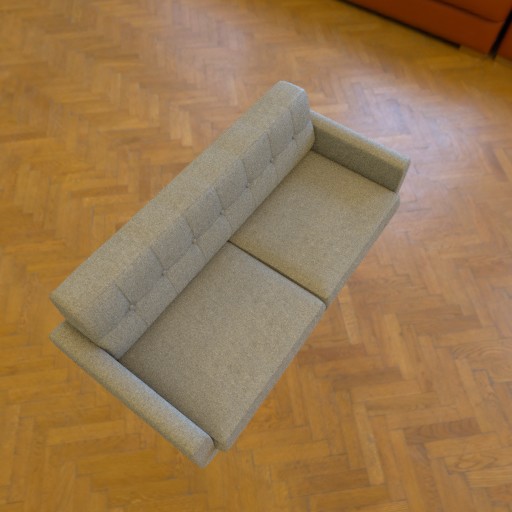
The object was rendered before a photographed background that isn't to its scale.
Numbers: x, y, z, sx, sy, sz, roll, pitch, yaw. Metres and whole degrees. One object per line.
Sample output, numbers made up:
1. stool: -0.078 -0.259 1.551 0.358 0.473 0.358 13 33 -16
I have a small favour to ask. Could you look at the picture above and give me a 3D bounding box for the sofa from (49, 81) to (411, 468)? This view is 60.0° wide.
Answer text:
1. sofa: 0.000 0.000 2.517 0.968 0.873 2.055 32 64 18
